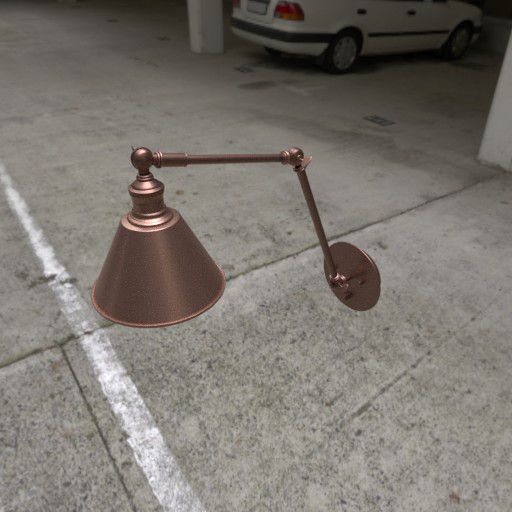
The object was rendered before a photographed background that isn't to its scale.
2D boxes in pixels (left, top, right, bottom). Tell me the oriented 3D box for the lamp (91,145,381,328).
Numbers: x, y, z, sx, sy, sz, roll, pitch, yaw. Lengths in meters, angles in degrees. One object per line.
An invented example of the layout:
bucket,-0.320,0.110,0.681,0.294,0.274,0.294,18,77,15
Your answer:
lamp,0.000,0.000,0.861,0.624,0.502,0.223,-21,37,-30
